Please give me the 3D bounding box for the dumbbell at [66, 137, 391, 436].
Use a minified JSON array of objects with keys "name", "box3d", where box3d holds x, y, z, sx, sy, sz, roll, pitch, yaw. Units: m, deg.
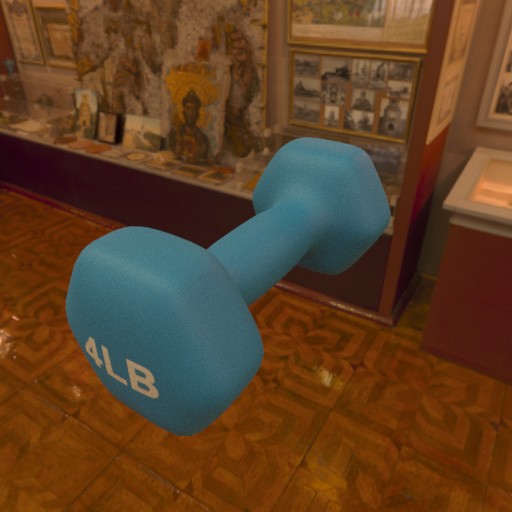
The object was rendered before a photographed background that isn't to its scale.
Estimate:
[{"name":"dumbbell","box3d":[0.000,0.000,0.188,0.074,0.066,0.152,20,37,29]}]
